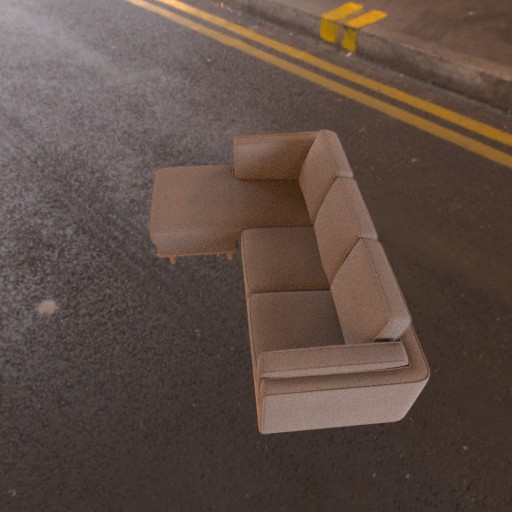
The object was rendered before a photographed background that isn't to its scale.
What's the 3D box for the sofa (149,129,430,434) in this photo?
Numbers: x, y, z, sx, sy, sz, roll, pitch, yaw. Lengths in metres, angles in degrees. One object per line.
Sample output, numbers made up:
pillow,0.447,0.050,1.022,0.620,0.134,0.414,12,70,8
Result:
sofa,0.000,0.000,3.199,1.604,0.929,2.411,-4,47,-4
